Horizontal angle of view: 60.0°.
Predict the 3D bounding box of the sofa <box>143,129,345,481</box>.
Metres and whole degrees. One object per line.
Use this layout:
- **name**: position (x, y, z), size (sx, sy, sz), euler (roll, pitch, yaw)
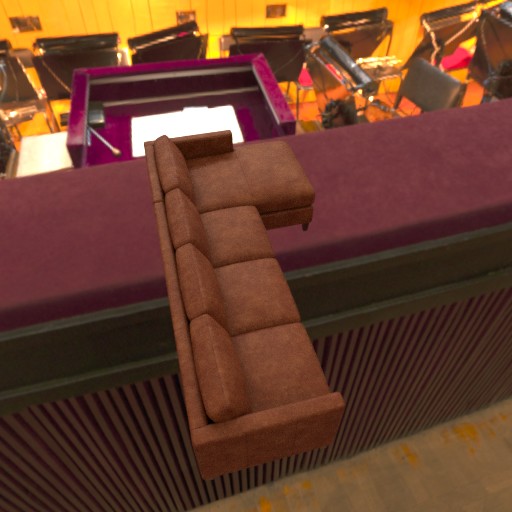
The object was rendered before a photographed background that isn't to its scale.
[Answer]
- **sofa**: position (0.000, 0.000, 3.900), size (1.581, 0.883, 3.203), euler (-11, 48, -10)
